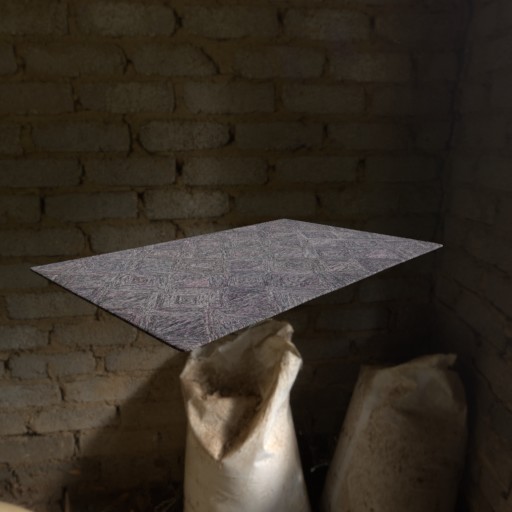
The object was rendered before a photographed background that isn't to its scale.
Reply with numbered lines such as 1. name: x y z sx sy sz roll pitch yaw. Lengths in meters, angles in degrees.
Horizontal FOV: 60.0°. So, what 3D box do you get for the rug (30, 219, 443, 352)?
1. rug: 0.000 0.000 2.207 1.158 0.013 1.752 14 20 42
